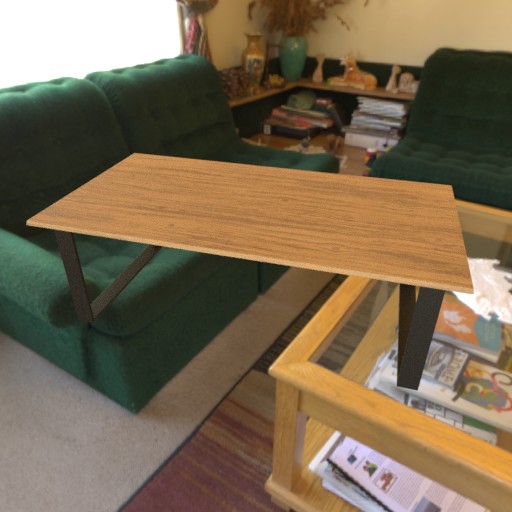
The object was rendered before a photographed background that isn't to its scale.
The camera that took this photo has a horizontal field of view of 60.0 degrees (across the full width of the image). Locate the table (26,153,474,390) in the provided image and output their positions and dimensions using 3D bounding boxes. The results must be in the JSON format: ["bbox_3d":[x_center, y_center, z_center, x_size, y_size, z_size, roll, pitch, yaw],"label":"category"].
[{"bbox_3d":[0.000,0.000,1.655,1.331,0.445,0.693,9,33,14],"label":"table"}]
